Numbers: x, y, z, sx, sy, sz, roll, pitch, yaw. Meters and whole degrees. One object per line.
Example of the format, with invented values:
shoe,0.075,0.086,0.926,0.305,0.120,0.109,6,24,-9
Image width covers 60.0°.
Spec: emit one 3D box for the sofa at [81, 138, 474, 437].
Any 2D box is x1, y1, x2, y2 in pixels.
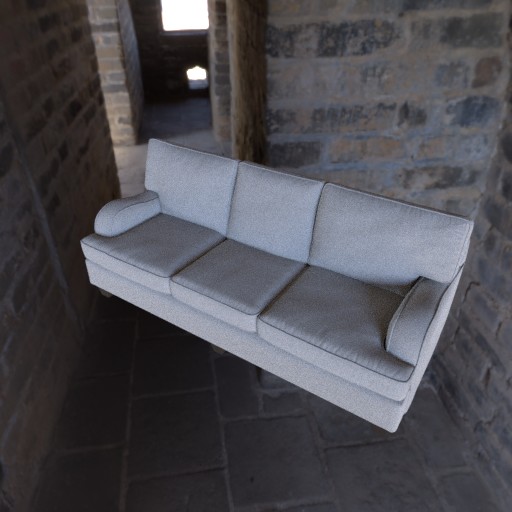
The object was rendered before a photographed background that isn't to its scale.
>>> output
sofa,0.000,0.000,2.857,2.323,0.997,1.016,20,38,28
